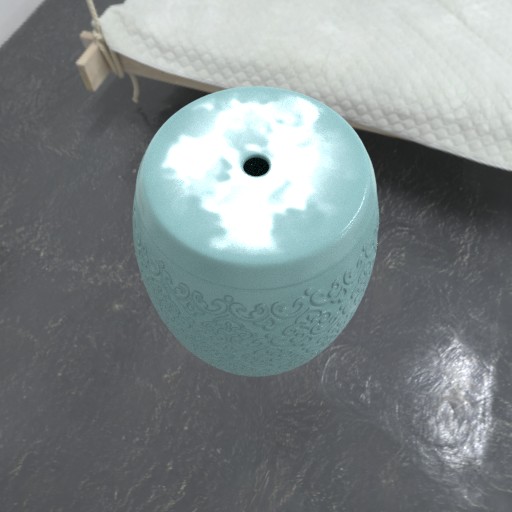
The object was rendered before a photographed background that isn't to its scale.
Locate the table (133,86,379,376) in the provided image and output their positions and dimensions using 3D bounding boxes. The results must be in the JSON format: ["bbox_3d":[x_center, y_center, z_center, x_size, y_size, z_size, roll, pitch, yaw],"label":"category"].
[{"bbox_3d":[0.000,0.000,0.622,0.309,0.397,0.309,0,62,0],"label":"table"}]
